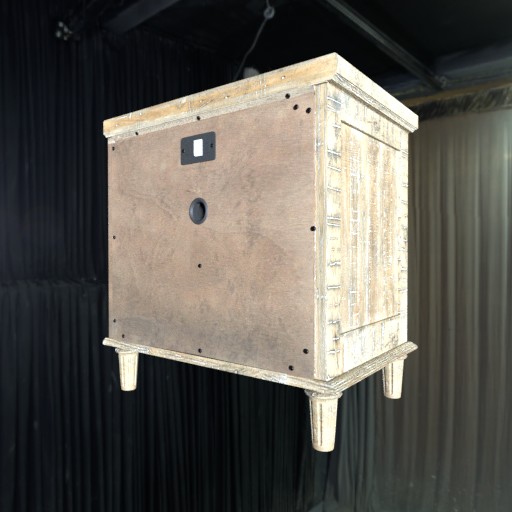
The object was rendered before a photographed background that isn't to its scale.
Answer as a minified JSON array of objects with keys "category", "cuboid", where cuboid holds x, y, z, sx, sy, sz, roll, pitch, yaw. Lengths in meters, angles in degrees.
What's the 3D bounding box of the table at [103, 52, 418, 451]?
[{"category":"table","cuboid":[0.000,0.000,1.149,0.686,0.711,0.457,1,1,37]}]
